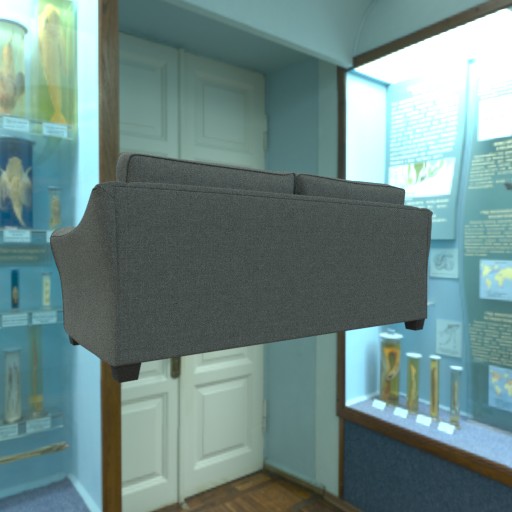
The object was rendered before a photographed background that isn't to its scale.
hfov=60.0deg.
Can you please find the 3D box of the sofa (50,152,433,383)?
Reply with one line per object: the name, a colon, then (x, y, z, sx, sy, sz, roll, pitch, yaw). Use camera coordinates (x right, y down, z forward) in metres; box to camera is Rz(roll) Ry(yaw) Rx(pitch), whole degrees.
sofa: (0.000, 0.000, 2.725, 2.203, 0.976, 1.013, -1, 1, -35)
